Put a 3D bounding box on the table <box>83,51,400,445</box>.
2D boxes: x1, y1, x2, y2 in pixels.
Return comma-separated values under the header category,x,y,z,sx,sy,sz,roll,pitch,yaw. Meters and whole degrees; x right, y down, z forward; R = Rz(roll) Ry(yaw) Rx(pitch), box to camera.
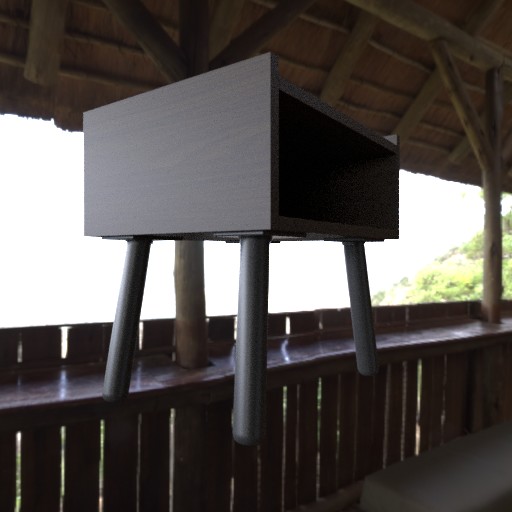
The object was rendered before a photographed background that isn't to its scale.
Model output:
category,x,y,z,sx,sy,sz,roll,pitch,yaw
table,0.000,0.000,0.798,0.370,0.470,0.450,0,0,36
